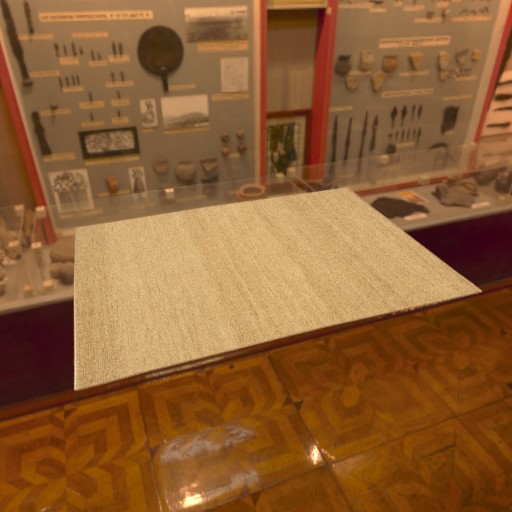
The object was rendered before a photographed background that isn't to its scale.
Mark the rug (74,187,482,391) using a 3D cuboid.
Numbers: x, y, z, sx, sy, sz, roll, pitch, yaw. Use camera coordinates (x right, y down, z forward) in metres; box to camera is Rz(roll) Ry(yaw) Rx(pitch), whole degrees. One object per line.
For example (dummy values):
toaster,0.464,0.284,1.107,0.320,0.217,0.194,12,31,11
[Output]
rug,0.000,0.000,2.937,2.283,0.030,1.596,-10,34,-16
